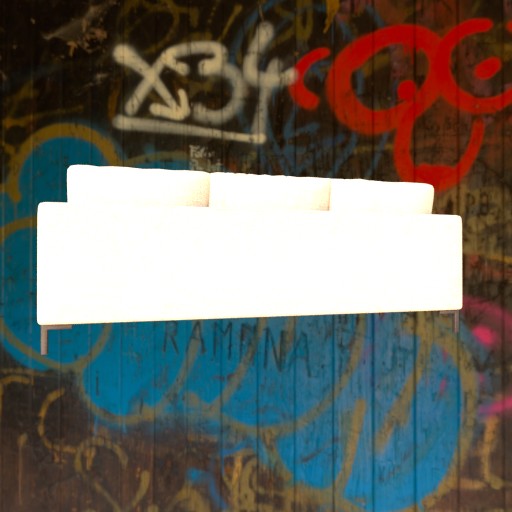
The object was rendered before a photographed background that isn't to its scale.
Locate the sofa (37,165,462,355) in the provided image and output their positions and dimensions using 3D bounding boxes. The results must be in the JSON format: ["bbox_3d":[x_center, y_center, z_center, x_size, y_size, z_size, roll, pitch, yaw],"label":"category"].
[{"bbox_3d":[0.000,0.000,2.626,2.218,0.874,0.859,0,0,-16],"label":"sofa"}]
